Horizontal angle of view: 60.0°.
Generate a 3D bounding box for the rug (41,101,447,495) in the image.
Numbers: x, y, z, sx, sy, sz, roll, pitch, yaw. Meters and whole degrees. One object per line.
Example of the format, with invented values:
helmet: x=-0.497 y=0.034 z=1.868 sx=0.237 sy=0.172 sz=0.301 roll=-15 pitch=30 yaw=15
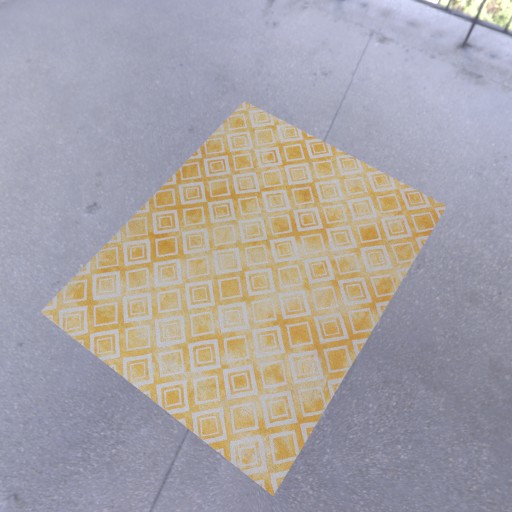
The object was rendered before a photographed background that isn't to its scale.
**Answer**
rug: x=0.000 y=0.000 z=4.077 sx=2.433 sy=0.011 sz=3.037 roll=32 pitch=67 yaw=15
